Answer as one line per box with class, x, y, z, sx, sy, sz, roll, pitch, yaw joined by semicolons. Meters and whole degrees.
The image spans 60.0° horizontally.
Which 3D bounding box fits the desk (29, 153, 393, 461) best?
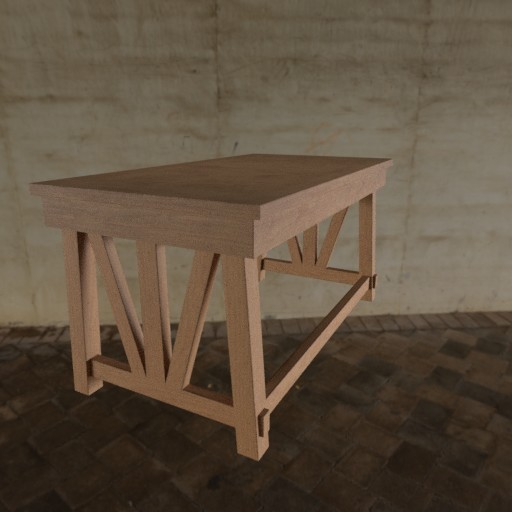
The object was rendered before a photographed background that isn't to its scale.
desk;0.000;0.000;1.945;0.813;0.762;1.499;9;19;27
